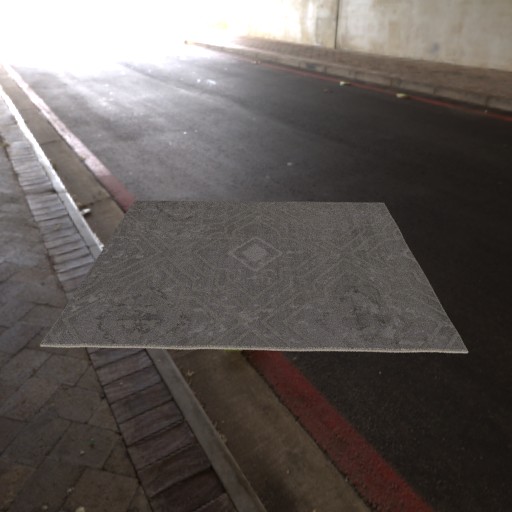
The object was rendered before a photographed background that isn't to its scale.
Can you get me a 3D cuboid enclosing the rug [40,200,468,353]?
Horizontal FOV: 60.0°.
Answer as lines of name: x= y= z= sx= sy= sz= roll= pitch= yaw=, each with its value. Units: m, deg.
rug: x=0.000 y=0.000 z=0.894 sx=0.639 sy=0.006 sz=0.548 roll=1 pitch=30 yaw=1
